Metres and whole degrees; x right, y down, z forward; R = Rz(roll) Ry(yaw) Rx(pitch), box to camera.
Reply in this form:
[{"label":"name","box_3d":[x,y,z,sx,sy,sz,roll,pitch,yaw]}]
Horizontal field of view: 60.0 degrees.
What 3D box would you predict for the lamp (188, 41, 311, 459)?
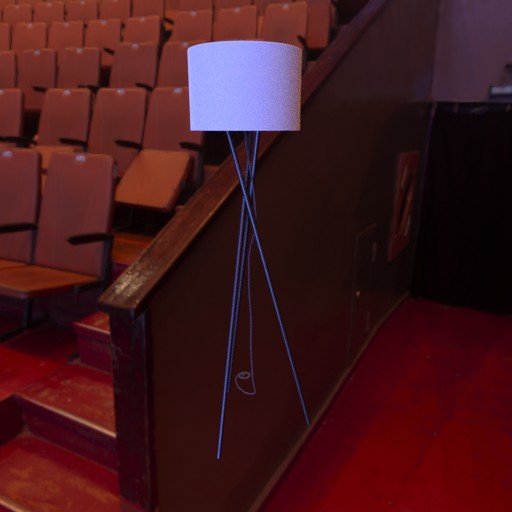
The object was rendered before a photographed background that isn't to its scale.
[{"label":"lamp","box_3d":[0.000,0.000,1.925,0.522,1.624,0.667,8,18,26]}]
